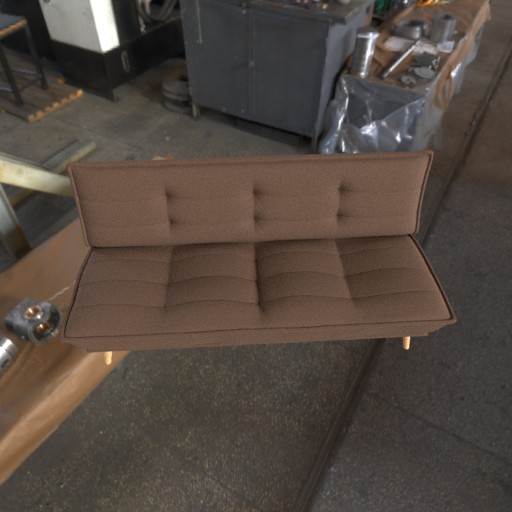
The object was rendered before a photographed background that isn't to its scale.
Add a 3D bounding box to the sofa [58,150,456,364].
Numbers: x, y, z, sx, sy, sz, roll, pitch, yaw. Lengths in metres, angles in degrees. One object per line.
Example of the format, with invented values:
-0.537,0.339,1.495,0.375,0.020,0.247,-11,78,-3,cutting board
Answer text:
0.000,0.000,2.432,1.940,0.890,0.950,-2,46,-2,sofa
